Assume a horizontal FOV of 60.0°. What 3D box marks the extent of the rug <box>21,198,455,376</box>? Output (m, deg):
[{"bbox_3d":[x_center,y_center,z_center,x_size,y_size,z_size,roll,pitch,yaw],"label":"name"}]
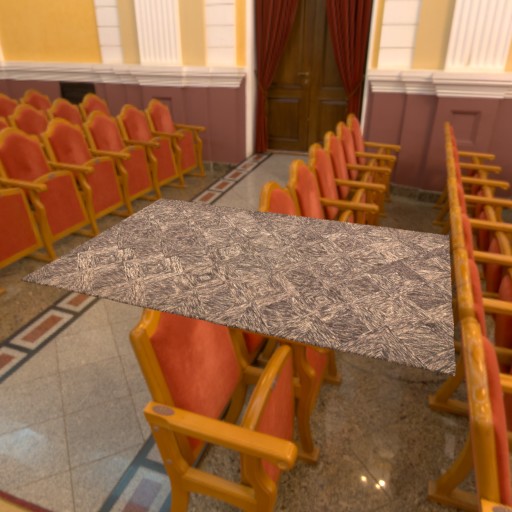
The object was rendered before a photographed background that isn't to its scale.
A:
[{"bbox_3d":[0.000,0.000,2.198,1.808,0.011,1.189,9,28,18],"label":"rug"}]
